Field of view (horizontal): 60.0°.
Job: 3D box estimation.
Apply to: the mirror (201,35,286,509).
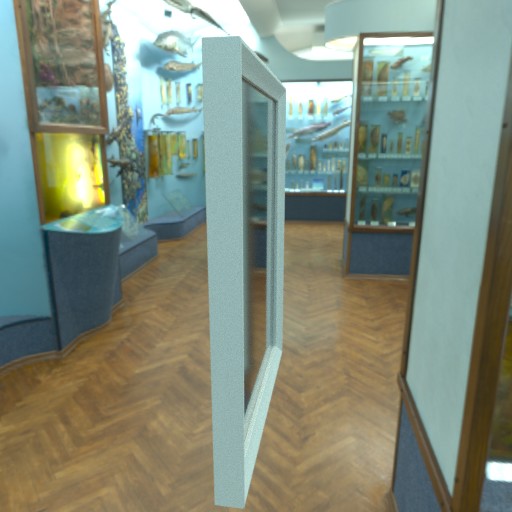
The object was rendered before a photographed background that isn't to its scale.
[{"bbox_3d":[0.000,0.000,0.653,0.041,0.509,0.406,2,15,9],"label":"mirror"}]
